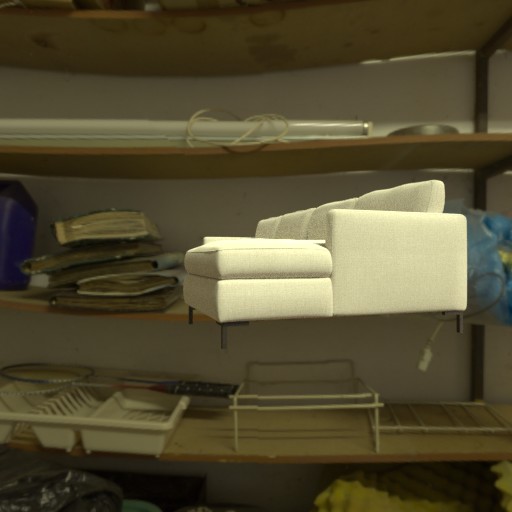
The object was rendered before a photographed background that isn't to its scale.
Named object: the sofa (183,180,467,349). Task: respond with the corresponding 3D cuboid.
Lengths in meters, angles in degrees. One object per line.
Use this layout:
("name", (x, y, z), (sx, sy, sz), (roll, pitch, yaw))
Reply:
("sofa", (0.000, 0.000, 2.864), (1.126, 0.677, 2.445), (0, 0, -19))
